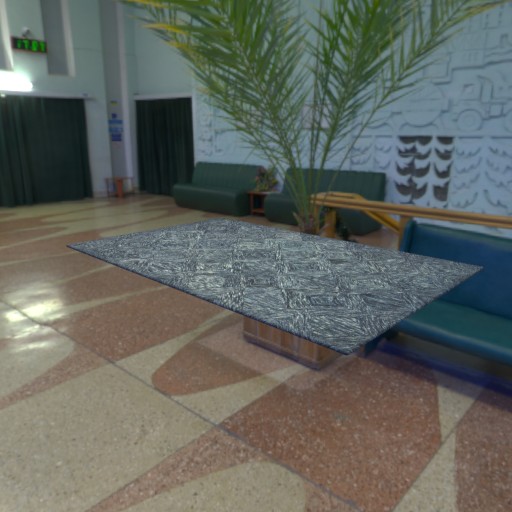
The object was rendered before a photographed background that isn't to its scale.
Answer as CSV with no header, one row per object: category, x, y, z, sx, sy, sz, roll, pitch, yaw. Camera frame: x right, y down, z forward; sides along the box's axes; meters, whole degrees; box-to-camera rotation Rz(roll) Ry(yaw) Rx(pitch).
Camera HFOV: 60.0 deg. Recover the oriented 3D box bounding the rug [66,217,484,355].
rug,0.000,0.000,2.891,2.330,0.017,1.478,14,21,42
